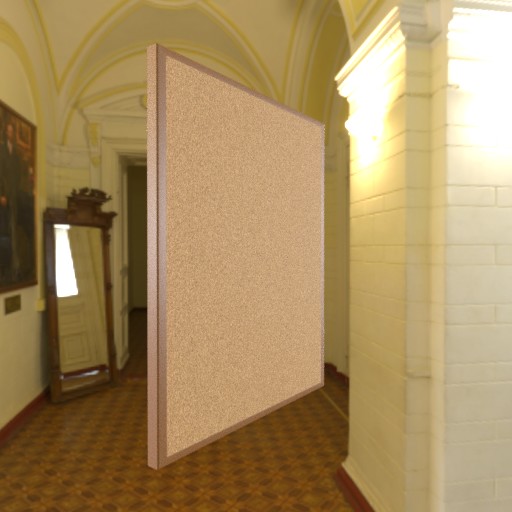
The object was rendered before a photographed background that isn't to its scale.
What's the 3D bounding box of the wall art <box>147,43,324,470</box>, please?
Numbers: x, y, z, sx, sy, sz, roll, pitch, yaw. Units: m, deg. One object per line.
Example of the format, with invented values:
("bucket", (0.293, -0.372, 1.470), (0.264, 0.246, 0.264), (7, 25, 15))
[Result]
("wall art", (0.000, 0.000, 0.520), (0.015, 0.379, 0.310), (0, 1, 37))
